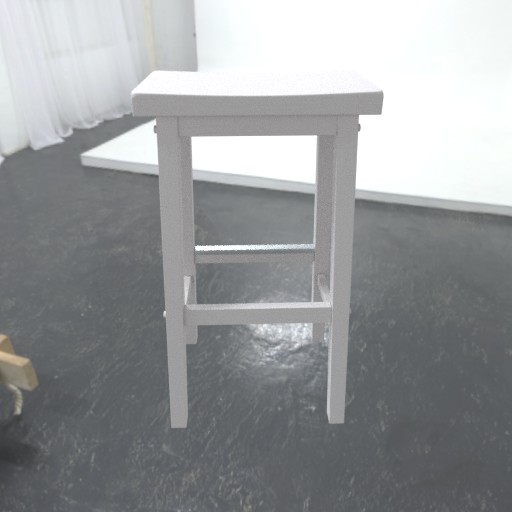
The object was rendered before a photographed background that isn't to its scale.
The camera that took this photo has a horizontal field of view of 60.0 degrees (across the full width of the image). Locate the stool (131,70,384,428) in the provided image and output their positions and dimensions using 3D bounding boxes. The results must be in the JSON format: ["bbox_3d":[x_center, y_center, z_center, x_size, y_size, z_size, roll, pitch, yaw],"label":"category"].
[{"bbox_3d":[0.000,0.000,0.991,0.406,0.742,0.322,-1,31,-2],"label":"stool"}]
